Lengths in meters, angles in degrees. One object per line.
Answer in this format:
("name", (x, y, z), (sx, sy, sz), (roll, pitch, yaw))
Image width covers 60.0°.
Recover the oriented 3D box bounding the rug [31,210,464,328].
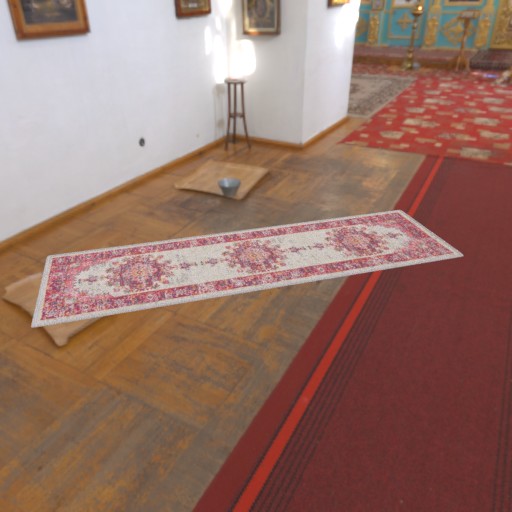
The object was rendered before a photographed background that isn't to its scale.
("rug", (0.000, 0.000, 2.535), (2.294, 0.011, 0.666), (-8, 31, -14))
